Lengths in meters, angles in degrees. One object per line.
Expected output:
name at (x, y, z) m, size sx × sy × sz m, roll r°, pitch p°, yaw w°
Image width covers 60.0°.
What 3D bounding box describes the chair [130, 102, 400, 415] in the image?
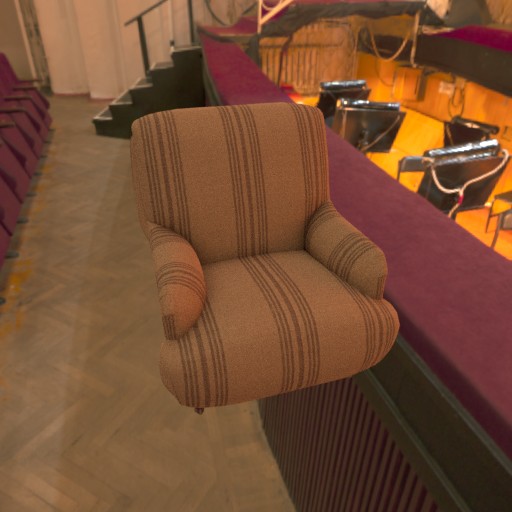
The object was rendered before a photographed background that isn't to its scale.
chair at (0.000, 0.000, 1.641) m, size 0.813 × 0.940 × 0.914 m, roll -9°, pitch 32°, yaw -15°
